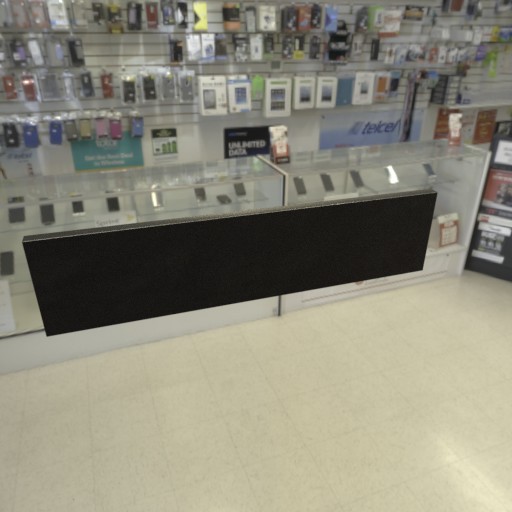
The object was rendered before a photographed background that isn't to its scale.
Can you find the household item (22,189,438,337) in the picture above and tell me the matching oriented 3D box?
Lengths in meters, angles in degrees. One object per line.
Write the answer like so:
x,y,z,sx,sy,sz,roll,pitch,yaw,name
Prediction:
0.000,0.000,1.097,1.001,0.236,0.030,-8,28,-16,household item
